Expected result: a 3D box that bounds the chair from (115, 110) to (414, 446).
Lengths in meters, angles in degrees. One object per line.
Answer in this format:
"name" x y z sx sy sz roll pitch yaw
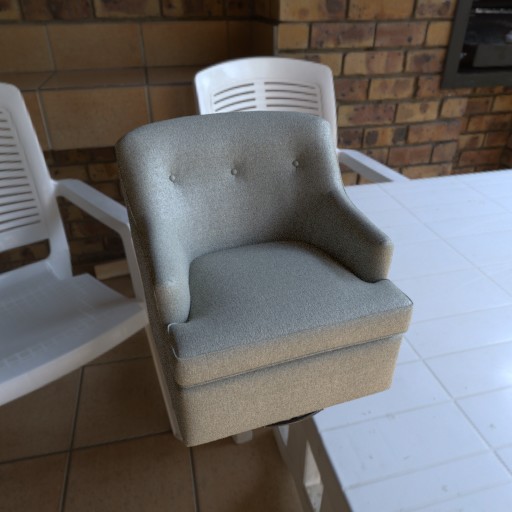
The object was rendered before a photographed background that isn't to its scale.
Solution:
"chair" 0.000 0.000 1.648 0.864 0.856 0.923 -10 33 -16
